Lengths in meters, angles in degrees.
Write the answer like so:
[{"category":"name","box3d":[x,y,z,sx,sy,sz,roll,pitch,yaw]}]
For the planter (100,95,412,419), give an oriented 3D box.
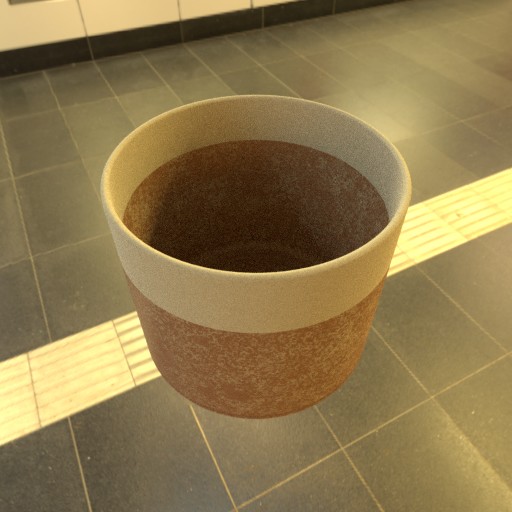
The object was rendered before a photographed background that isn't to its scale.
[{"category":"planter","box3d":[0.000,0.000,0.280,0.159,0.138,0.159,0,46,0]}]
